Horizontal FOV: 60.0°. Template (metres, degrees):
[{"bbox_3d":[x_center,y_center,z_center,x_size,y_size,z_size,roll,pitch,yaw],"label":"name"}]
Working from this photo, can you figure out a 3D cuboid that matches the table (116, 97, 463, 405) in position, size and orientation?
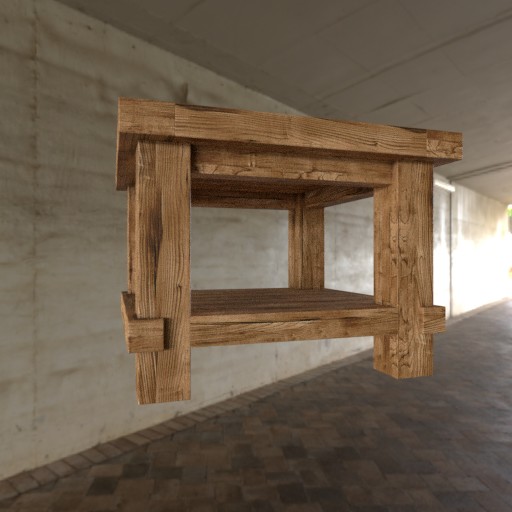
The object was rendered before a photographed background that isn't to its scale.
[{"bbox_3d":[0.000,0.000,1.018,0.610,0.457,0.610,0,0,-18],"label":"table"}]
